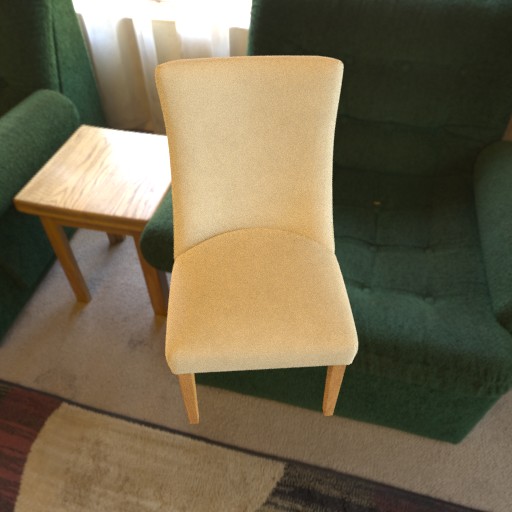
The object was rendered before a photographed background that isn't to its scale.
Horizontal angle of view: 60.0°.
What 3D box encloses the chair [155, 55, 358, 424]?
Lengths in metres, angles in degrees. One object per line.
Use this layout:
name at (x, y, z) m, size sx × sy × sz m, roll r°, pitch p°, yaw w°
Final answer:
chair at (0.000, 0.000, 1.267) m, size 0.495 × 0.902 × 0.610 m, roll -3°, pitch 47°, yaw -2°
